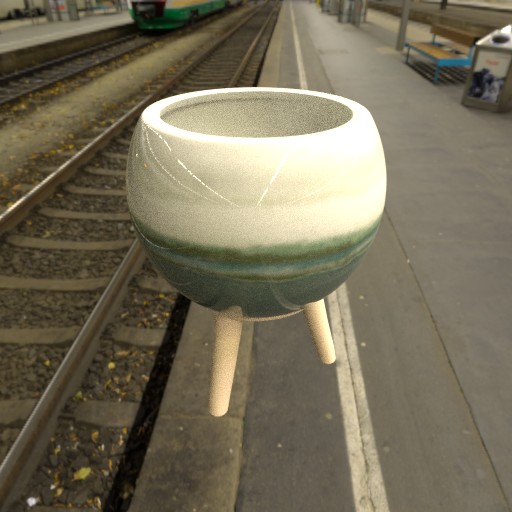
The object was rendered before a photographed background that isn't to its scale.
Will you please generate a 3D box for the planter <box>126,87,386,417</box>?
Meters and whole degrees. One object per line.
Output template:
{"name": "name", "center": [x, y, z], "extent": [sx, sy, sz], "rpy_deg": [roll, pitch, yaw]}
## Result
{"name": "planter", "center": [0.000, 0.000, 0.429], "extent": [0.222, 0.278, 0.222], "rpy_deg": [0, 31, 0]}
